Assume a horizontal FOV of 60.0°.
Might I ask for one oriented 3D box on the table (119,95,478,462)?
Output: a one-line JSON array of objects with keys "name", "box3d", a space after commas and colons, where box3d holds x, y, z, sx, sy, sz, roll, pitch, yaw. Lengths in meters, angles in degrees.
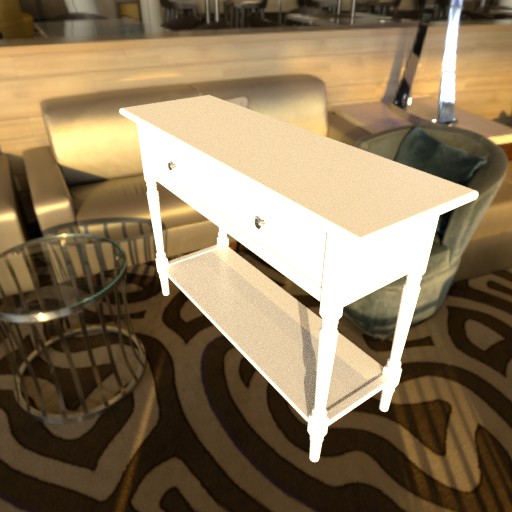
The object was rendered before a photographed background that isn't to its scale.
[{"name": "table", "box3d": [0.000, 0.000, 1.527, 0.386, 0.814, 1.191, -21, 38, -30]}]
